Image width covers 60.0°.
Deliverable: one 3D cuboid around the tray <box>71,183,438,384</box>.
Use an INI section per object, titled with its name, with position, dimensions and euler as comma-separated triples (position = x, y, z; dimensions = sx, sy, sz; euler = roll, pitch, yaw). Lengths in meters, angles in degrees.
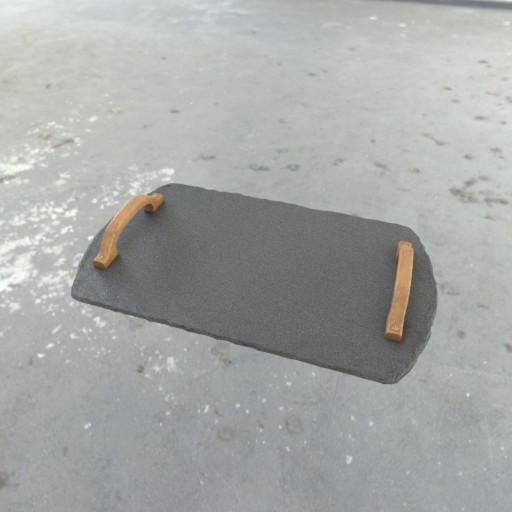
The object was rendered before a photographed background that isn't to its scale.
[tray]
position = 0.000, 0.000, 0.489
dimensions = 0.387, 0.062, 0.231
euler = 12, 43, 14
